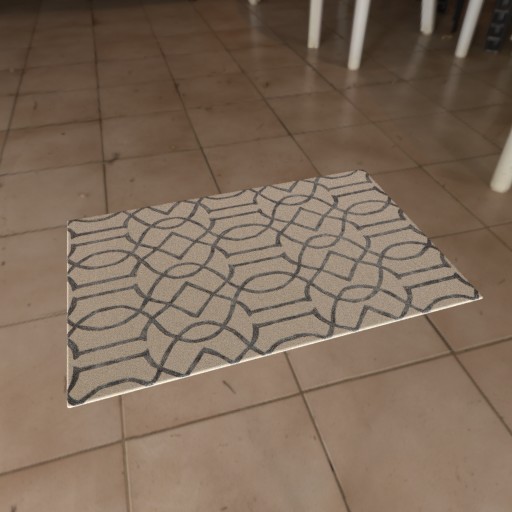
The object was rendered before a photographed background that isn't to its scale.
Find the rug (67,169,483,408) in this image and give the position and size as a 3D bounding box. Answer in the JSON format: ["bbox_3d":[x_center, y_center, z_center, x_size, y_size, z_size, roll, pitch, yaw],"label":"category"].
[{"bbox_3d":[0.000,0.000,2.912,2.365,0.017,1.521,-12,44,-13],"label":"rug"}]
